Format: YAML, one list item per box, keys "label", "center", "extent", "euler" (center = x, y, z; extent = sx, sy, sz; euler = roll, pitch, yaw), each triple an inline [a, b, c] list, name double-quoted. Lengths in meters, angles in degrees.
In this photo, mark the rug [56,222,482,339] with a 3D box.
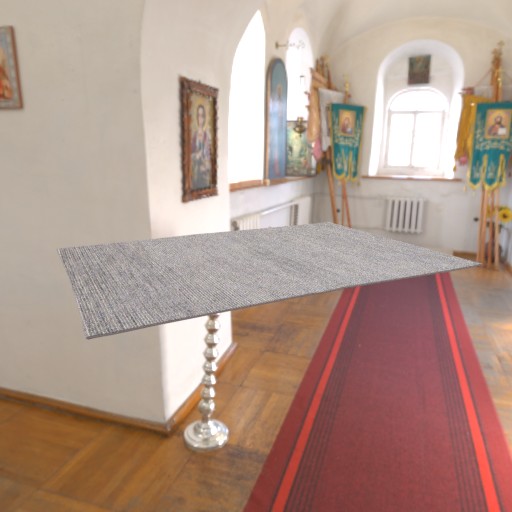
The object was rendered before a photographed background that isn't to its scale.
- label: "rug"
  center: [0.000, 0.000, 2.897]
  extent: [2.307, 0.030, 1.604]
  euler: [-7, 16, -26]
